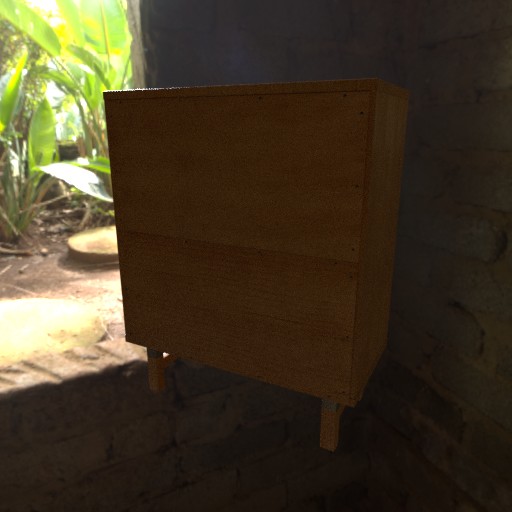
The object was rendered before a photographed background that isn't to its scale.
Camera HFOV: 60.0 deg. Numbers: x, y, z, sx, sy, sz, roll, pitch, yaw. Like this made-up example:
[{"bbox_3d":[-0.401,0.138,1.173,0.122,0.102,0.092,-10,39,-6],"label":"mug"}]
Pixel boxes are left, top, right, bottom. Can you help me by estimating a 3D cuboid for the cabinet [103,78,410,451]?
[{"bbox_3d":[0.000,0.000,1.432,0.800,1.001,0.419,8,18,27],"label":"cabinet"}]
